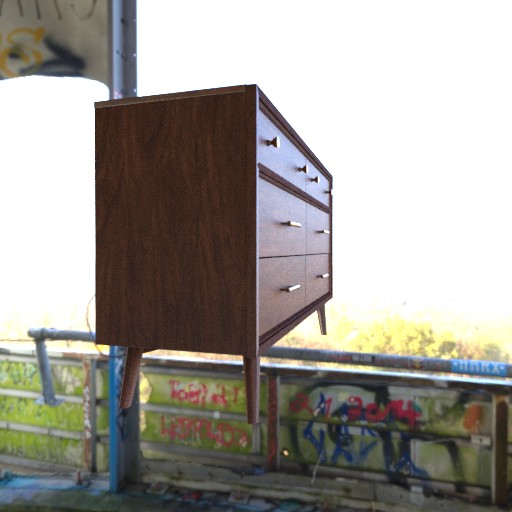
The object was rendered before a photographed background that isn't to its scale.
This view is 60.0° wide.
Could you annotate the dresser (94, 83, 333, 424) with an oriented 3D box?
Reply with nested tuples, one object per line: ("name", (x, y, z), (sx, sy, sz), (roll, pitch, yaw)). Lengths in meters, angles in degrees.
("dresser", (0.000, 0.000, 1.884), (0.500, 0.889, 1.472), (0, 1, 17))
